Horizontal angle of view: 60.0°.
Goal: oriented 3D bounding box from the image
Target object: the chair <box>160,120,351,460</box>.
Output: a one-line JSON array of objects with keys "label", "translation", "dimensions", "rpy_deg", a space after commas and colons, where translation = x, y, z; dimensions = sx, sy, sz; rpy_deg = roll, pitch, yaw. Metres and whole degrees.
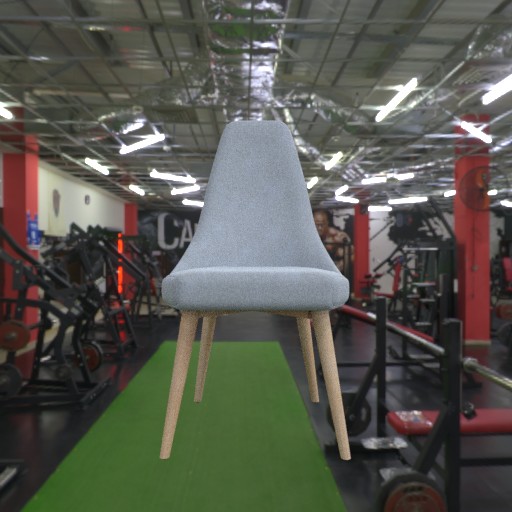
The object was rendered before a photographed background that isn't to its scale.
[{"label": "chair", "translation": [0.000, 0.000, 1.417], "dimensions": [0.510, 1.040, 0.660], "rpy_deg": [0, 1, 1]}]
